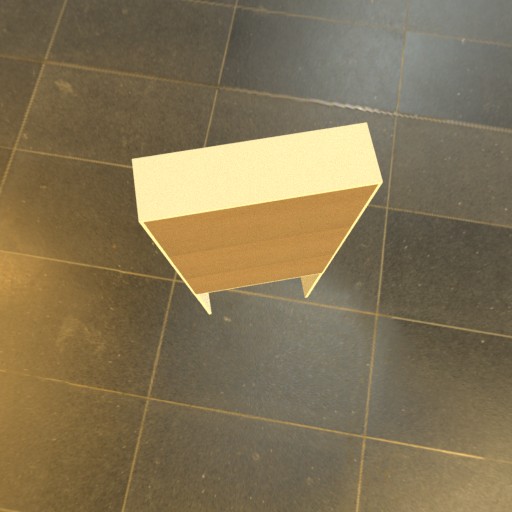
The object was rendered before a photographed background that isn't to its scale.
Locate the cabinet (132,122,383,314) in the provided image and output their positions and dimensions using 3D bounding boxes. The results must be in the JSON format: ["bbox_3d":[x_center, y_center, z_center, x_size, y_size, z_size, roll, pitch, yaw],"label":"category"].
[{"bbox_3d":[0.000,0.000,2.026,0.643,1.770,0.192,-10,75,-3],"label":"cabinet"}]
